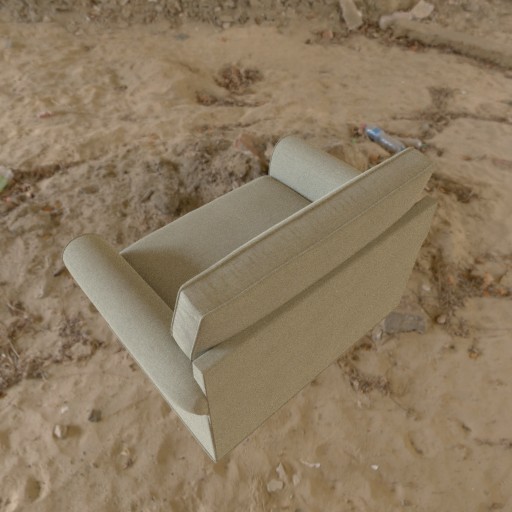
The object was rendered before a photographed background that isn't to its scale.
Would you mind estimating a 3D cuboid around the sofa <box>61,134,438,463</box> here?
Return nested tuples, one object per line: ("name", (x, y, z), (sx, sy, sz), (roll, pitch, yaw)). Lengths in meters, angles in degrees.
("sofa", (0.000, 0.000, 2.027), (1.405, 0.991, 0.936), (-32, 54, -27))
